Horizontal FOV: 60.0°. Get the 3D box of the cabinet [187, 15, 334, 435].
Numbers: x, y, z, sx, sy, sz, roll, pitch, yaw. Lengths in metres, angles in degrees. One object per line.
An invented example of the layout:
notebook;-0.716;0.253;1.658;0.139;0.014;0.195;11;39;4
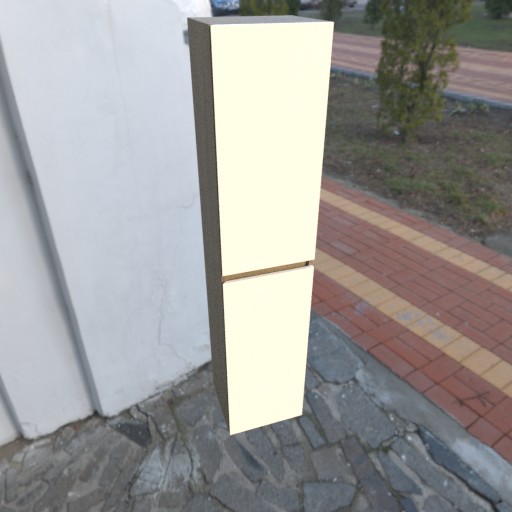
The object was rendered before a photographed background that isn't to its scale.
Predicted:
cabinet;0.000;0.000;1.485;0.300;1.400;0.270;-10;33;-15
